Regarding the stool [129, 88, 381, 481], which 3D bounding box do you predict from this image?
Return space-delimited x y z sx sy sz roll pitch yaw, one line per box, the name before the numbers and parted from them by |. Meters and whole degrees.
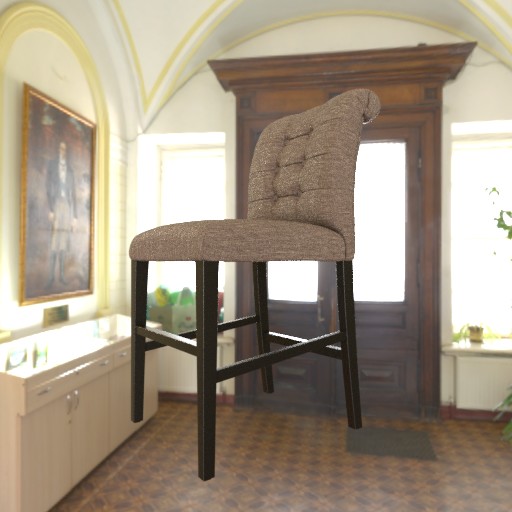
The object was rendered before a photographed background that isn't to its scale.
stool | 0.000 0.000 1.297 0.611 0.970 0.457 0 0 -36
